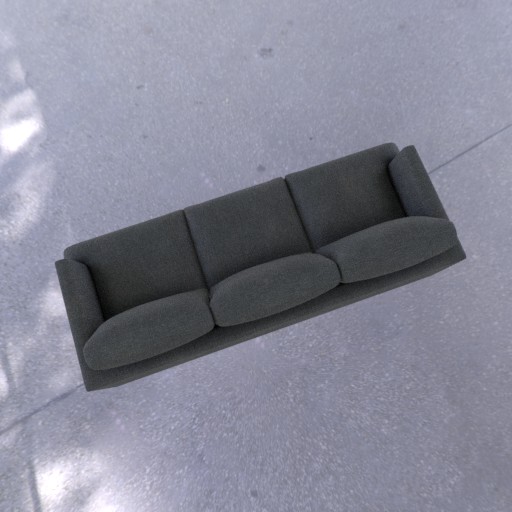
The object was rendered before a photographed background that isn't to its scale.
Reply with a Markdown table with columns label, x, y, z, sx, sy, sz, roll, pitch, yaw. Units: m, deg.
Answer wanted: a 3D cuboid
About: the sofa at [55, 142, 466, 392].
| label | x | y | z | sx | sy | sz | roll | pitch | yaw |
| --- | --- | --- | --- | --- | --- | --- | --- | --- | --- |
| sofa | 0.000 | 0.000 | 2.713 | 2.246 | 0.930 | 0.903 | -19 | 77 | -4 |
